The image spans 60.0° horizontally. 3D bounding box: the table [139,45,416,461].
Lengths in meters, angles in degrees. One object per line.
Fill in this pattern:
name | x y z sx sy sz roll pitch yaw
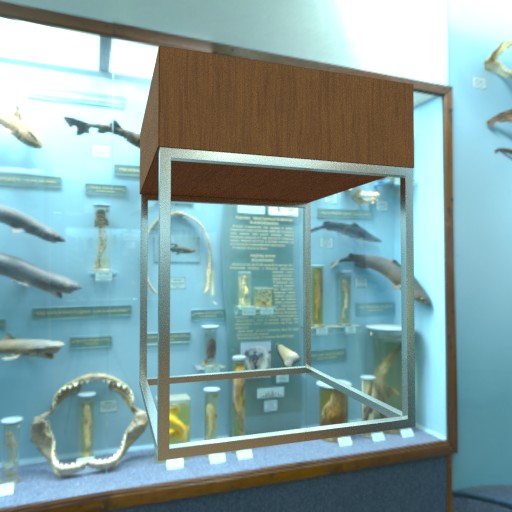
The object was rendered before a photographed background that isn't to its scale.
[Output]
table | 0.000 0.000 0.825 0.398 0.540 0.397 1 -2 -18
